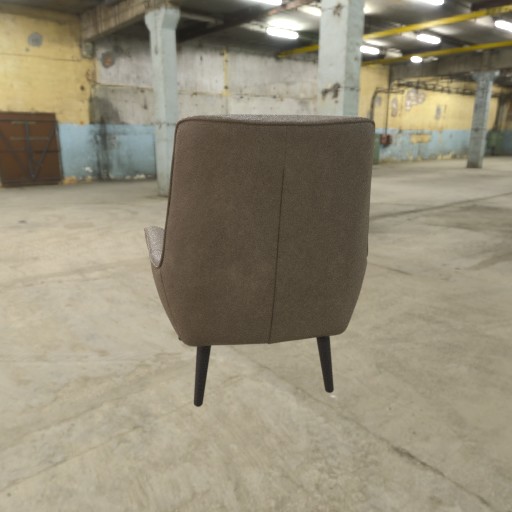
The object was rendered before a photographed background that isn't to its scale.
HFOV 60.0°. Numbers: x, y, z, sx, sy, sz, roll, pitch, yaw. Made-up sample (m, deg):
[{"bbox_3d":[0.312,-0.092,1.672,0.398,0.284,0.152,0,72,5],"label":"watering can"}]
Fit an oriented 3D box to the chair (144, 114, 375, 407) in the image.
[{"bbox_3d":[0.000,0.000,1.524,0.787,0.888,0.824,-3,15,-10],"label":"chair"}]
